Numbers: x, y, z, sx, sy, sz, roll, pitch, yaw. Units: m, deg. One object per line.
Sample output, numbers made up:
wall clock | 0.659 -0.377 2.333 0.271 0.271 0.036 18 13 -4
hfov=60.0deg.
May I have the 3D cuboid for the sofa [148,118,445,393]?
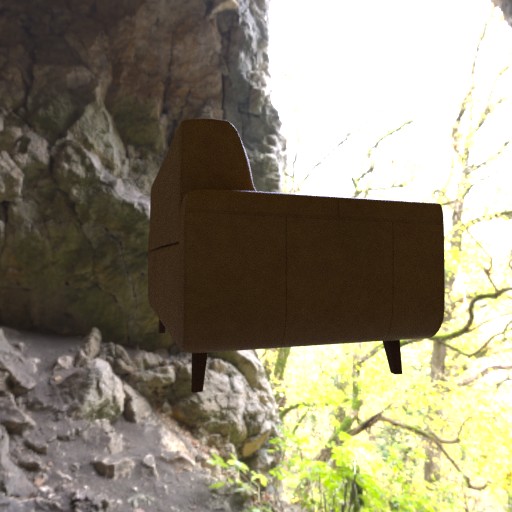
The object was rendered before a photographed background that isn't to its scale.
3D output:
sofa | 0.000 0.000 2.220 0.952 0.925 1.651 0 -1 -17
